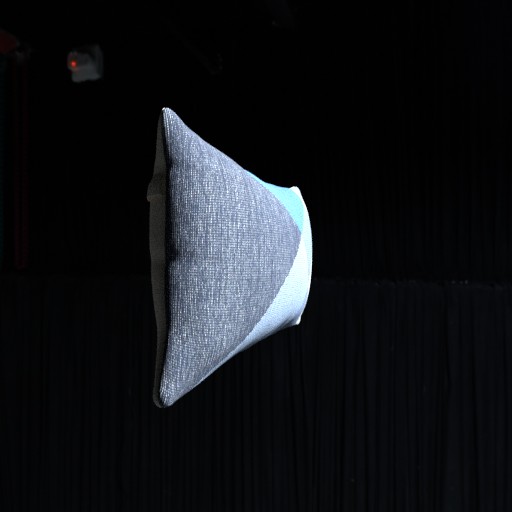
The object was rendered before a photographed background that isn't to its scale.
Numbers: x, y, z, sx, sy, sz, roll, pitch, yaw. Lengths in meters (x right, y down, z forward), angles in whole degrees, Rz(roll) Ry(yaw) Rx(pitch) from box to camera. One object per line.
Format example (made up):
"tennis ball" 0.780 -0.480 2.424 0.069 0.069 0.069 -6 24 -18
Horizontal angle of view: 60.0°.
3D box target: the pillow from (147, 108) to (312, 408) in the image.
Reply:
"pillow" 0.000 0.000 0.719 0.148 0.307 0.604 0 0 18
